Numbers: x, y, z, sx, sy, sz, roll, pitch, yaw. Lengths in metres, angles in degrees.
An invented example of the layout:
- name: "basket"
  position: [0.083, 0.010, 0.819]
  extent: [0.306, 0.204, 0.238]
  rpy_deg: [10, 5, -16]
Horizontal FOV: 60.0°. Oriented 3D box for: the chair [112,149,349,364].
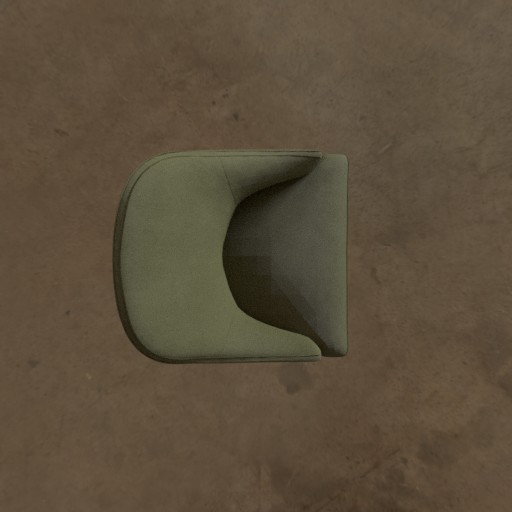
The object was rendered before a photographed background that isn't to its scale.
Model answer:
- name: "chair"
  position: [0.000, 0.000, 1.323]
  extent: [0.575, 0.889, 0.643]
  rpy_deg: [0, 91, 1]
